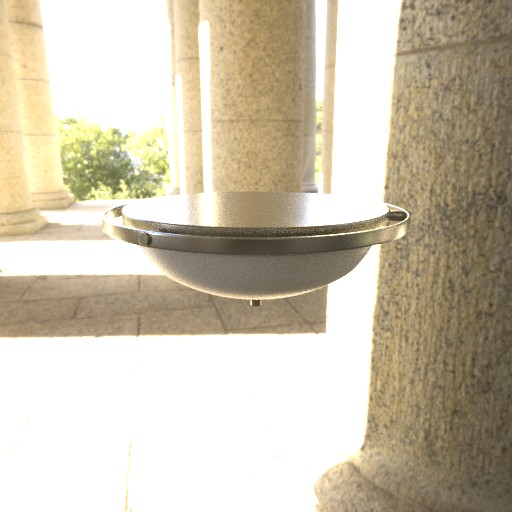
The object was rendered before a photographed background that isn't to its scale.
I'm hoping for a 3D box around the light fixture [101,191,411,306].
[{"bbox_3d":[0.000,0.000,0.560,0.361,0.130,0.361,0,14,0],"label":"light fixture"}]
